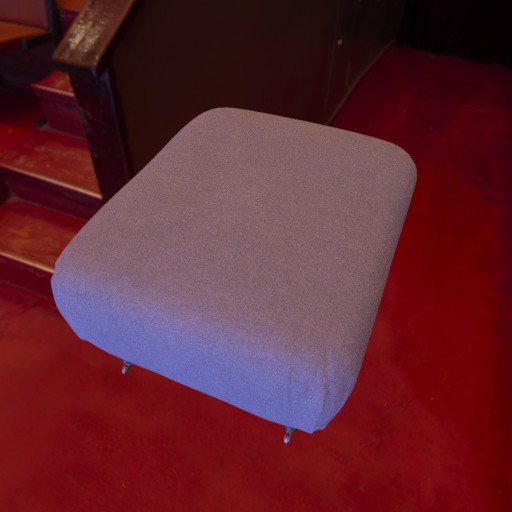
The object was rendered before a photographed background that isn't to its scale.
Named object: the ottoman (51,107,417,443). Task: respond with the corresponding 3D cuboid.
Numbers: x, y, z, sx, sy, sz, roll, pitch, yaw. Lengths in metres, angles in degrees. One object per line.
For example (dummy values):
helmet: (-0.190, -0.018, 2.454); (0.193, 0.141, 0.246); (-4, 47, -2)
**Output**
ottoman: (0.000, 0.000, 1.093); (0.622, 0.450, 0.747); (17, 49, 16)
